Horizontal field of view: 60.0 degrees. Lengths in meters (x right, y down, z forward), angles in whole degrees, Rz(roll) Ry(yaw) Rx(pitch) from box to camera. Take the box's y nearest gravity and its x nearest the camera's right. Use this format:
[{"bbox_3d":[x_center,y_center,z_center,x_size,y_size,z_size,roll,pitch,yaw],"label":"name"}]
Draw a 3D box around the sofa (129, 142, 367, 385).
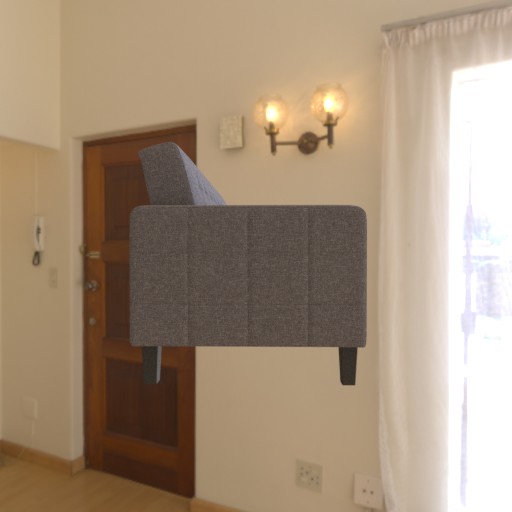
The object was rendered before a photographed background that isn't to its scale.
[{"bbox_3d":[0.000,0.000,2.464,0.810,0.850,2.040,0,1,1],"label":"sofa"}]
